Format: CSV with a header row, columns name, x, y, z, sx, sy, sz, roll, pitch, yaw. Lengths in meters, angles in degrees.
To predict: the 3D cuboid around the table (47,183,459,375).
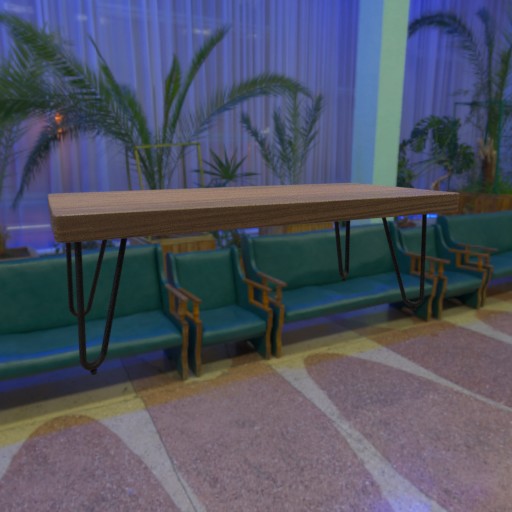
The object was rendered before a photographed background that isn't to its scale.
name,x,y,z,sx,sy,sz,roll,pitch,yaw
table,0.000,0.000,1.668,1.375,0.468,0.637,-6,15,-25
